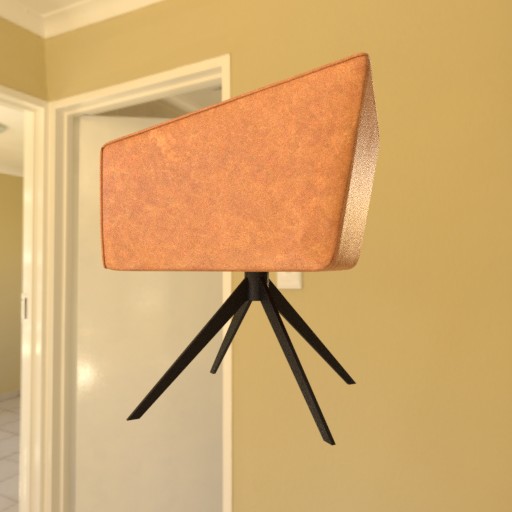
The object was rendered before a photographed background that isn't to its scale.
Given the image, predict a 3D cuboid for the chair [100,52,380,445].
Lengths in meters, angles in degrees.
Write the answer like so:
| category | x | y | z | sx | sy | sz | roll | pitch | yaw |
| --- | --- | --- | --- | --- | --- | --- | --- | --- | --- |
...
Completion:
| category | x | y | z | sx | sy | sz | roll | pitch | yaw |
| --- | --- | --- | --- | --- | --- | --- | --- | --- | --- |
| chair | 0.000 | 0.000 | 1.186 | 0.625 | 0.760 | 0.588 | 0 | -1 | 18 |
